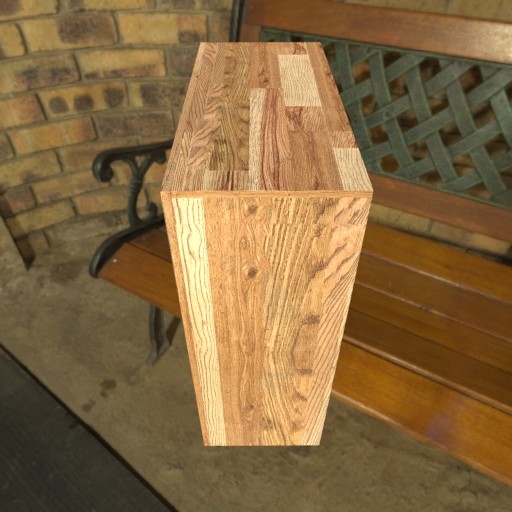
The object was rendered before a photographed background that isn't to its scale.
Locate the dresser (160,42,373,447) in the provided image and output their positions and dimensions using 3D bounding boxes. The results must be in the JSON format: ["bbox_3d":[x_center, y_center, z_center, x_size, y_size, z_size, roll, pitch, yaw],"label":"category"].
[{"bbox_3d":[0.000,0.000,1.690,0.480,1.243,0.966,0,42,0],"label":"dresser"}]
